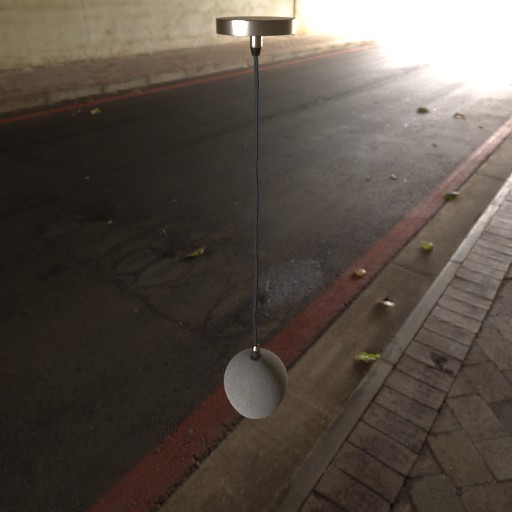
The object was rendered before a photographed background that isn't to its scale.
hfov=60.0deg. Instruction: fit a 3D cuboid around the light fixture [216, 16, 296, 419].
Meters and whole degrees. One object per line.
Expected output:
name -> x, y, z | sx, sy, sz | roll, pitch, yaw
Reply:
light fixture -> 0.000, 0.000, 0.807 | 0.139, 0.764, 0.139 | -11, 33, -18
